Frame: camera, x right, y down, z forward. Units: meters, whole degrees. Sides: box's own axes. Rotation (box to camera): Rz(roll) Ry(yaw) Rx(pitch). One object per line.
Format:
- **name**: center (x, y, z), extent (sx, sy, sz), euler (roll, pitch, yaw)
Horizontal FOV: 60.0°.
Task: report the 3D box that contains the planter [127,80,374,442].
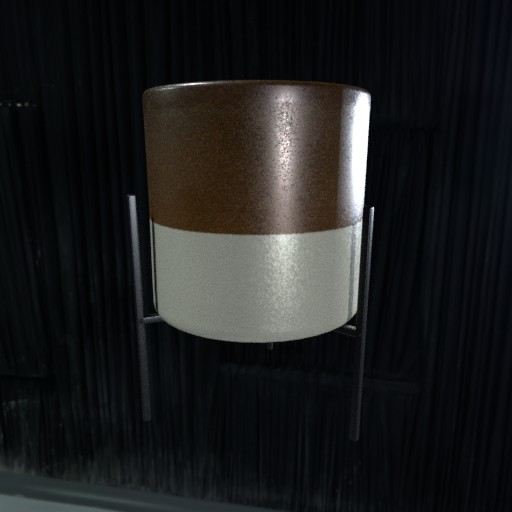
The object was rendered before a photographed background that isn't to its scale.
- **planter**: center (0.000, 0.000, 0.548), extent (0.255, 0.375, 0.269), euler (2, 15, 7)
